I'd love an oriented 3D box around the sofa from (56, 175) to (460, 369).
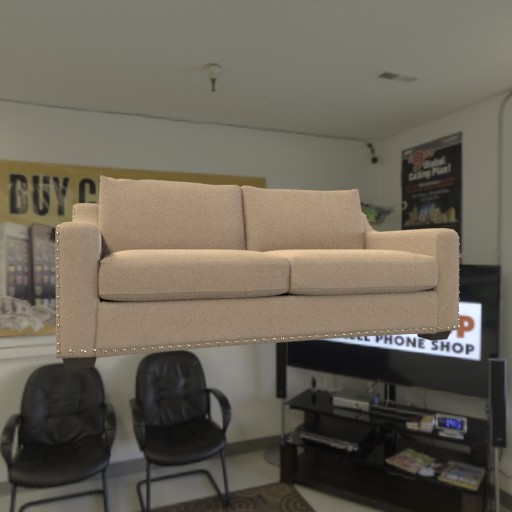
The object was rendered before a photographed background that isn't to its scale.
[{"bbox_3d":[0.000,0.000,2.486,1.967,0.901,1.030,0,1,-18],"label":"sofa"}]
